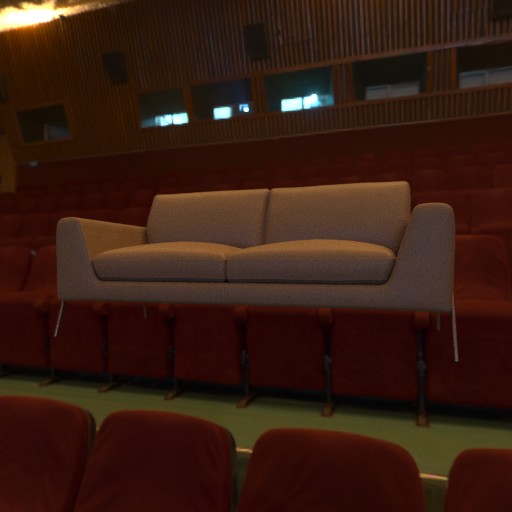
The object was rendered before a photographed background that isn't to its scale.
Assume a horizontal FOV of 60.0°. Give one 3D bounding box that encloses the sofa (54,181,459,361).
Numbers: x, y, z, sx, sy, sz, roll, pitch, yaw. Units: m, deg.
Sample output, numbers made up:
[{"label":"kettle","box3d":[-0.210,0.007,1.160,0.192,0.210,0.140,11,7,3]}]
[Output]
[{"label":"sofa","box3d":[0.000,0.000,2.539,2.017,0.875,0.953,0,-1,18]}]
